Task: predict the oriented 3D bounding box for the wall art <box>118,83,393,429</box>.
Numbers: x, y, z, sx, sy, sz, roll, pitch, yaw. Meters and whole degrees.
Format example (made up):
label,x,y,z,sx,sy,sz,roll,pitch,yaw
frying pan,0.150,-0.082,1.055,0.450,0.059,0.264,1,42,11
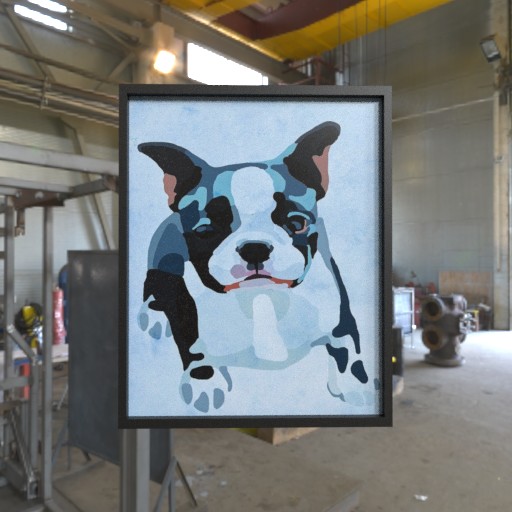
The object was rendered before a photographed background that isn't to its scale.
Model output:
label,x,y,z,sx,sy,sz,roll,pitch,yaw
wall art,0.000,0.000,0.491,0.294,0.369,0.030,0,0,-1
